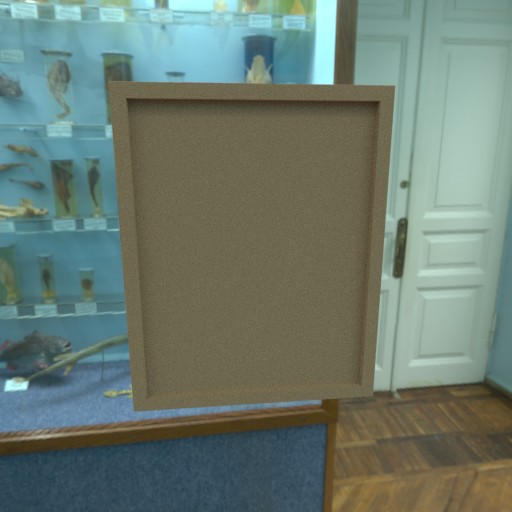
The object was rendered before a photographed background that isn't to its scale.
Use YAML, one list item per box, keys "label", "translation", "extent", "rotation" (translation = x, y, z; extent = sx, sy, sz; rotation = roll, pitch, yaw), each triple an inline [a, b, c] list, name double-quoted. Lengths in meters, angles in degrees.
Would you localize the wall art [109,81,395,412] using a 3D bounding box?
- label: "wall art"
  translation: [0.000, 0.000, 0.699]
  extent: [0.406, 0.508, 0.028]
  rotation: [-2, 14, -6]
